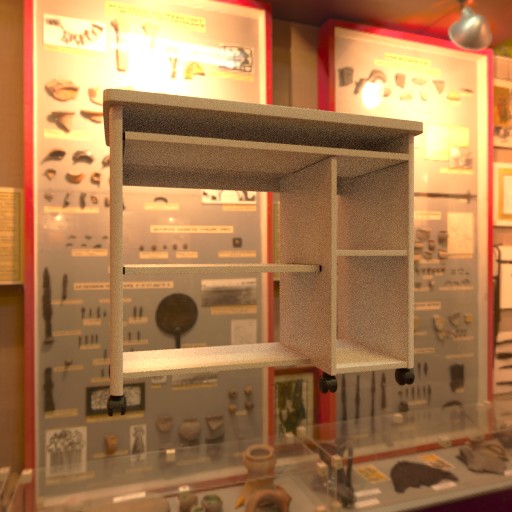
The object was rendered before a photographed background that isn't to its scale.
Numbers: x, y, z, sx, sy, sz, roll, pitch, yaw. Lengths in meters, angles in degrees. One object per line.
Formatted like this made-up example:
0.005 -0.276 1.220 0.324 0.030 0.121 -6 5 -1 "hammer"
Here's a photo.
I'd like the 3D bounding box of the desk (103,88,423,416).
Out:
0.000 0.000 1.353 0.877 0.763 0.475 0 0 -18 "desk"
